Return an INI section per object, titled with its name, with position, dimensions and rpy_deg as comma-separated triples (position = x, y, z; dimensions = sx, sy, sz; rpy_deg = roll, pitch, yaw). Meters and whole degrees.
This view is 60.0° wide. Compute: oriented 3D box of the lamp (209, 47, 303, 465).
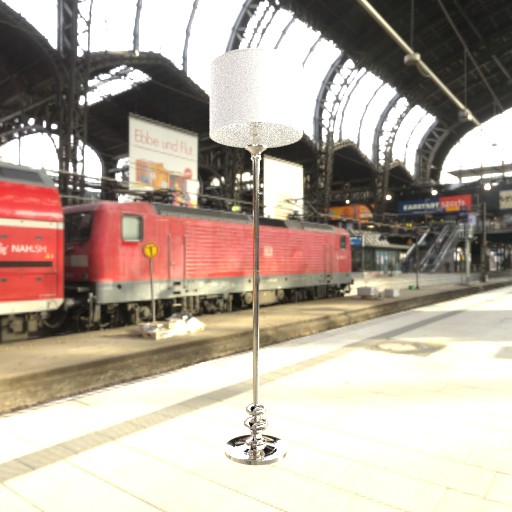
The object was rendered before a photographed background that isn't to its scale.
[lamp]
position = 0.000, 0.000, 1.699
dimensions = 0.356, 1.487, 0.356
rpy_deg = 0, -1, 36
